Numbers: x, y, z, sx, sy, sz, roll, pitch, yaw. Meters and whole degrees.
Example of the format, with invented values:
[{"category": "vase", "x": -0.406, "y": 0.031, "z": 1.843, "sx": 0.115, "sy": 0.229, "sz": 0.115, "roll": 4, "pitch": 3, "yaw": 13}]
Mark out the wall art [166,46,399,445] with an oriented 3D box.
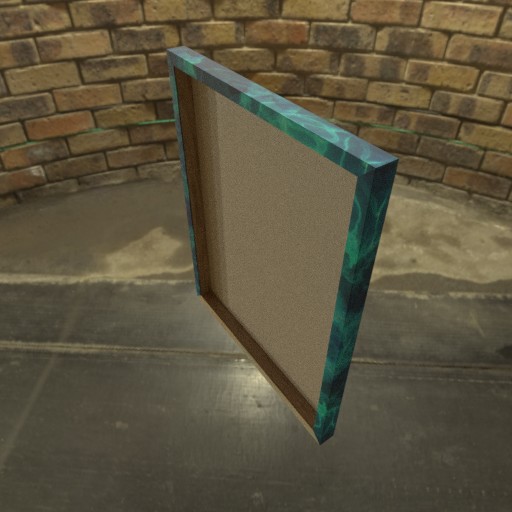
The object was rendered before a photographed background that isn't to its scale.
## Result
[{"category": "wall art", "x": 0.000, "y": 0.000, "z": 0.852, "sx": 0.038, "sy": 0.635, "sz": 0.508, "roll": -25, "pitch": 47, "yaw": -25}]
